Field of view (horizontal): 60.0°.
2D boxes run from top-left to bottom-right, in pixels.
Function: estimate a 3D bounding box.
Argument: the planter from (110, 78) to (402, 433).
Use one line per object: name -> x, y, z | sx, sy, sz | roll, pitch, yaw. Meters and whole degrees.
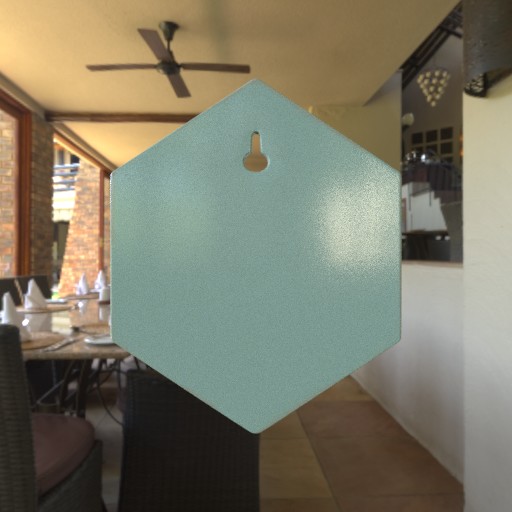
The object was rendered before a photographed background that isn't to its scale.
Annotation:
planter -> 0.000, 0.000, 0.295 | 0.169, 0.207, 0.078 | 0, 0, 0
